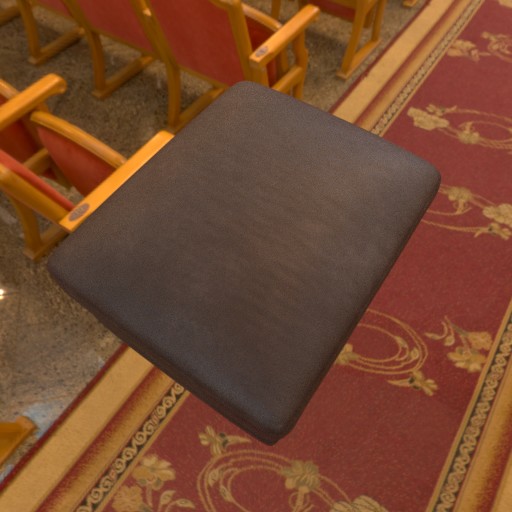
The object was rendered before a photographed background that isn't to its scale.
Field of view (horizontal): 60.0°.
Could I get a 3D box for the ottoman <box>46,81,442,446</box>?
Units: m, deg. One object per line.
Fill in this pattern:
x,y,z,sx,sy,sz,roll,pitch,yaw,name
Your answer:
0.000,0.000,1.241,0.670,0.569,0.806,31,64,17,ottoman
